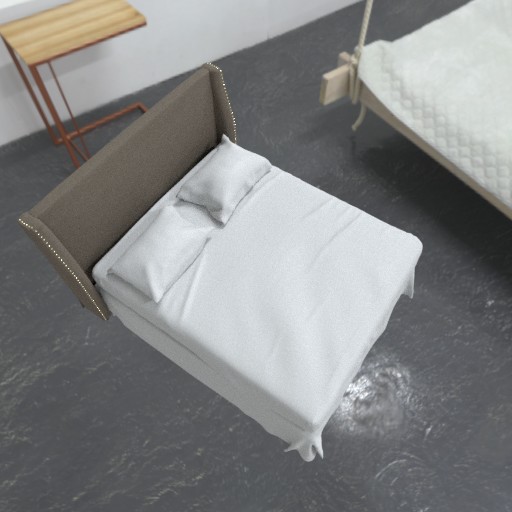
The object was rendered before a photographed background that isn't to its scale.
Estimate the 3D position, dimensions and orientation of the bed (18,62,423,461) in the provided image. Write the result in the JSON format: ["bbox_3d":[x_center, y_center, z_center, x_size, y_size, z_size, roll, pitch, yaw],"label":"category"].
[{"bbox_3d":[0.000,0.000,3.323,2.276,1.332,1.925,30,63,17],"label":"bed"}]
